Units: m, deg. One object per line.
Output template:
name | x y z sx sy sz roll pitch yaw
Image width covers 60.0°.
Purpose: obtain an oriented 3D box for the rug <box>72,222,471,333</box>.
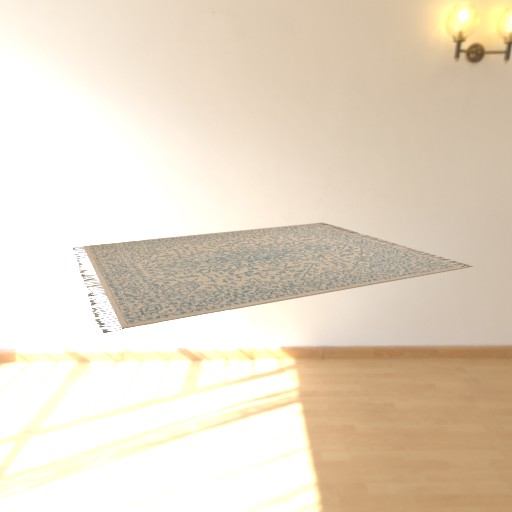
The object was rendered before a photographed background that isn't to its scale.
rug | 0.000 0.000 4.468 3.327 0.010 2.464 -7 16 -25
